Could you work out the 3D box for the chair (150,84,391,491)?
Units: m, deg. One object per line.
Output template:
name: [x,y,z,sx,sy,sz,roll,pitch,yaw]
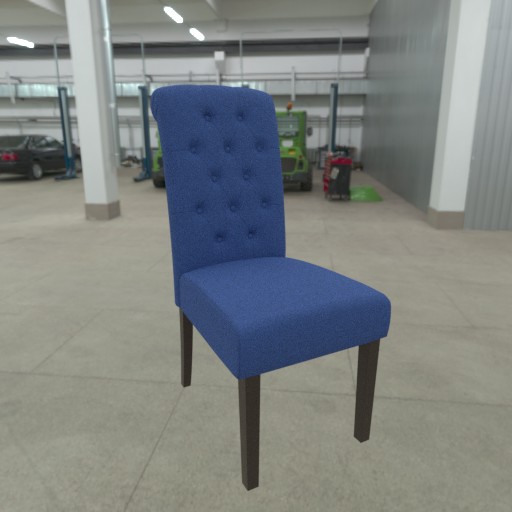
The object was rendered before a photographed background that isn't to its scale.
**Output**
chair: [0.000,0.000,1.332,0.456,1.006,0.671,-8,18,-28]
